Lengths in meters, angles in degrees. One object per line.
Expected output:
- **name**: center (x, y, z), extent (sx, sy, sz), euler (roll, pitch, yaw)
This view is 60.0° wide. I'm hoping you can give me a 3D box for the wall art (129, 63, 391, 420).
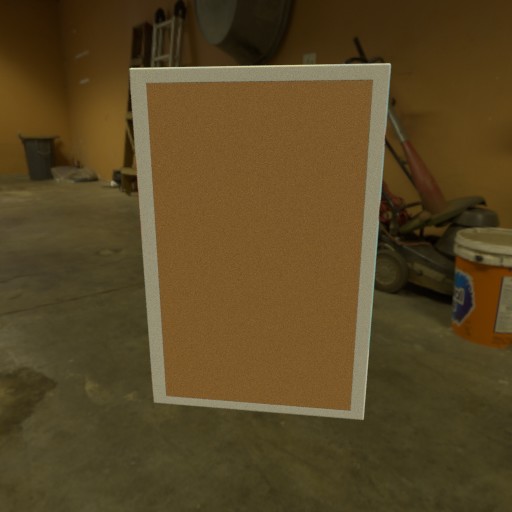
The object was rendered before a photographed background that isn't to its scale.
- **wall art**: center (0.000, 0.000, 1.156), extent (0.605, 0.915, 0.037), euler (2, 16, 7)
